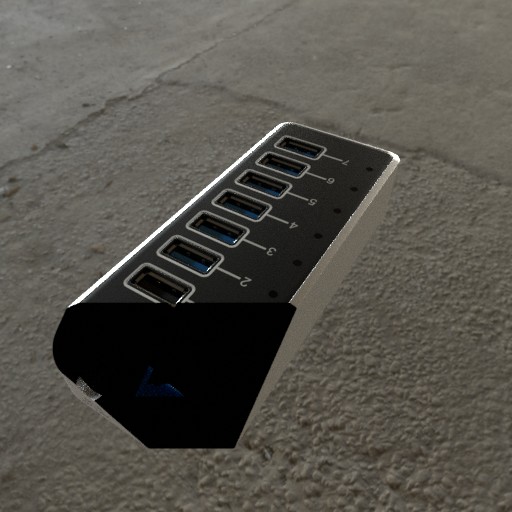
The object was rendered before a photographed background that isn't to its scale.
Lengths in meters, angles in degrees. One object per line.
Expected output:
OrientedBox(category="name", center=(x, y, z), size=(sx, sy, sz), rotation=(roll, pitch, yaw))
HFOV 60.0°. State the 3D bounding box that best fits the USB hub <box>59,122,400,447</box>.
OrientedBox(category="USB hub", center=(0.000, 0.000, 0.126), size=(0.044, 0.023, 0.110), rotation=(24, 50, 22))
